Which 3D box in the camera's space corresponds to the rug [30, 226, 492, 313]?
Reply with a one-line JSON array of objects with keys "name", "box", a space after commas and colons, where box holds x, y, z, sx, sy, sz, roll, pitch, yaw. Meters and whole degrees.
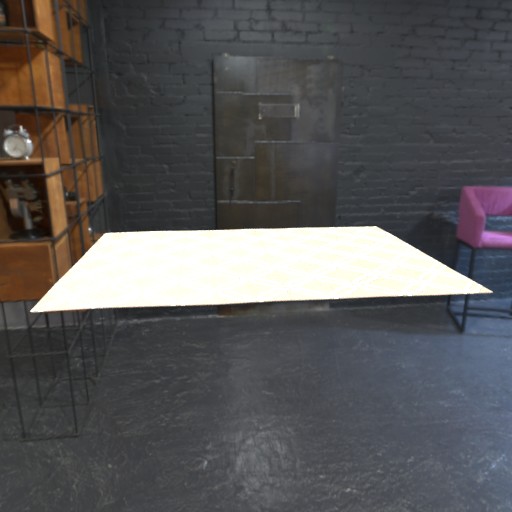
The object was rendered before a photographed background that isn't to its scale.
[{"name": "rug", "box": [0.000, 0.000, 2.736, 2.135, 0.013, 1.524, -2, 16, -6]}]
